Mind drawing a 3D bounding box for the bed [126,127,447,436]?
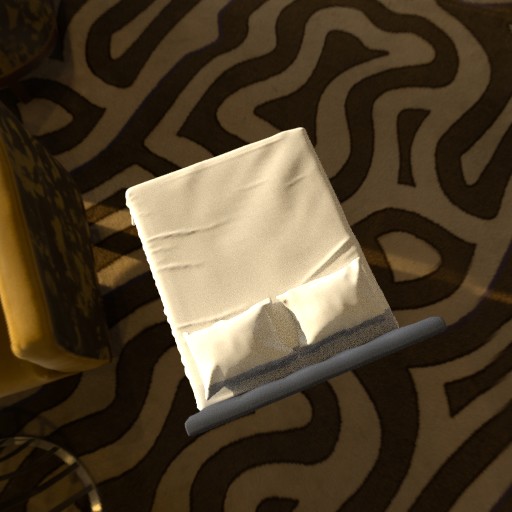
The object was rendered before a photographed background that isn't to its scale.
[{"bbox_3d":[0.000,0.000,3.525,1.936,1.577,2.222,-21,76,-5],"label":"bed"}]
